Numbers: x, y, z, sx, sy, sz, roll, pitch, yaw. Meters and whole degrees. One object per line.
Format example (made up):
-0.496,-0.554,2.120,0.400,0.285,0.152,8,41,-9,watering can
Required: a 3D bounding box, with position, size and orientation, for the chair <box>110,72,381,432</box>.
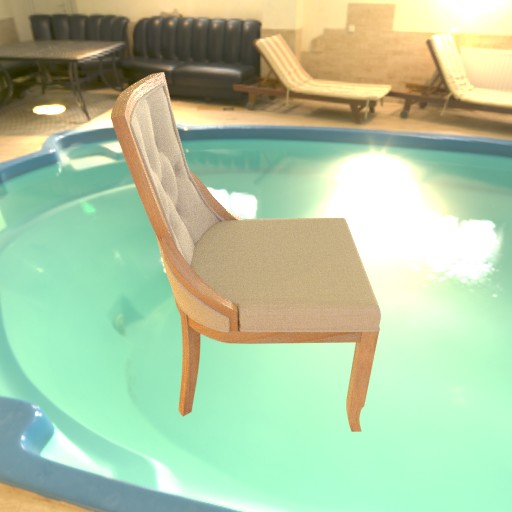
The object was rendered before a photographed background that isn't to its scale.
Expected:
0.000,0.000,1.318,0.641,0.947,0.524,0,33,0,chair
